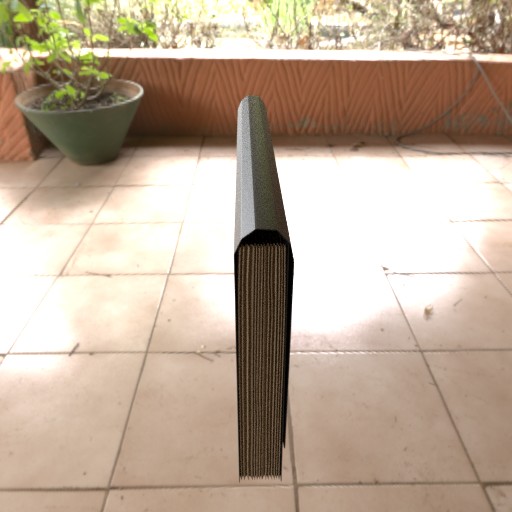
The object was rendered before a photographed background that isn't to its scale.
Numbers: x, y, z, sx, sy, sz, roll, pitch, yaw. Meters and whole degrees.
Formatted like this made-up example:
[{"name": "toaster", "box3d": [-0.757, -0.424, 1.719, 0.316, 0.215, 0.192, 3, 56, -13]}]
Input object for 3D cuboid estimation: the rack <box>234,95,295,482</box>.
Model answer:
[{"name": "rack", "box3d": [0.000, 0.000, 0.446, 0.041, 0.241, 0.330, -1, 32, -1]}]
